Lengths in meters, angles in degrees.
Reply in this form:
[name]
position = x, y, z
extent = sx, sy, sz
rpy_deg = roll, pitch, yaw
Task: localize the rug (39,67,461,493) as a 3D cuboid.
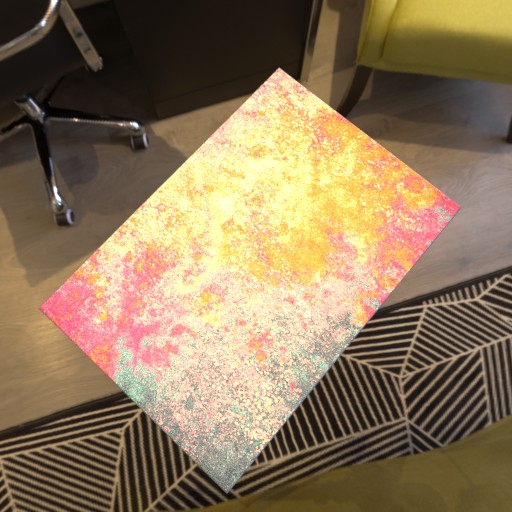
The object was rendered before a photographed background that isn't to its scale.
[rug]
position = 0.000, 0.000, 3.574
extent = 2.007, 0.013, 2.896
rpy_deg = 41, 80, 9
